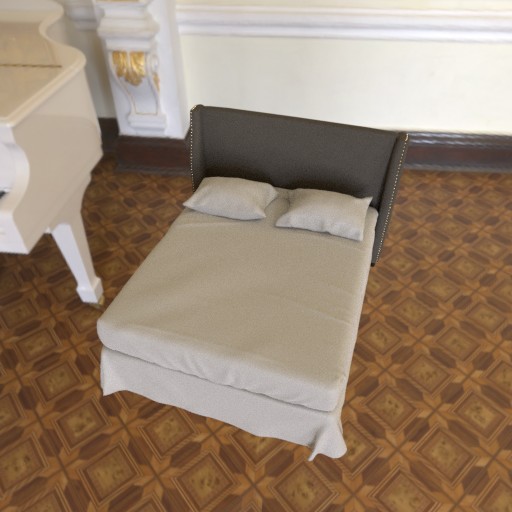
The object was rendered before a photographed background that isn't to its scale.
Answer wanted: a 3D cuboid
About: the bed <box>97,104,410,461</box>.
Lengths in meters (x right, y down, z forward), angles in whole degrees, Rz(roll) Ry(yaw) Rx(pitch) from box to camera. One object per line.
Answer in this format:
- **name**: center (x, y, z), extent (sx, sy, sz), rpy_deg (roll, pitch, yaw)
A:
- **bed**: center (0.000, 0.000, 3.461), extent (1.925, 1.332, 2.276), rpy_deg (12, 43, 13)
